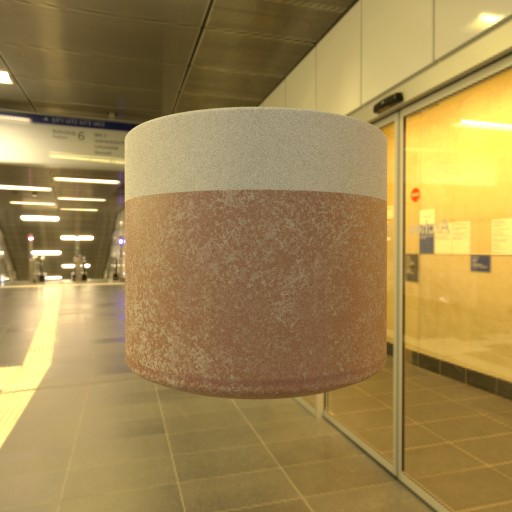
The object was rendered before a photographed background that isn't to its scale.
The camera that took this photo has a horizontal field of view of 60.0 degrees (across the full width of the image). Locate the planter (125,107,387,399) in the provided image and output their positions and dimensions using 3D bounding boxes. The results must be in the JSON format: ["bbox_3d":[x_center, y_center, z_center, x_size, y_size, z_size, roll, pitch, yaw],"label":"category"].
[{"bbox_3d":[0.000,0.000,0.280,0.159,0.138,0.159,0,1,0],"label":"planter"}]
